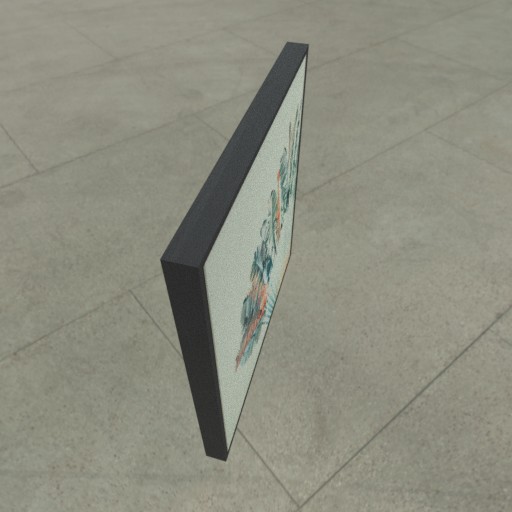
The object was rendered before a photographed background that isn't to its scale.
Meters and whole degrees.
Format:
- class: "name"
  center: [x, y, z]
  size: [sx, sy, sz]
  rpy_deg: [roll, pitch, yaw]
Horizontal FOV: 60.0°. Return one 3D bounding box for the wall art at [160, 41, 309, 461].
- class: "wall art"
  center: [0.000, 0.000, 0.750]
  size: [0.037, 0.507, 0.509]
  rpy_deg: [12, 48, 11]
